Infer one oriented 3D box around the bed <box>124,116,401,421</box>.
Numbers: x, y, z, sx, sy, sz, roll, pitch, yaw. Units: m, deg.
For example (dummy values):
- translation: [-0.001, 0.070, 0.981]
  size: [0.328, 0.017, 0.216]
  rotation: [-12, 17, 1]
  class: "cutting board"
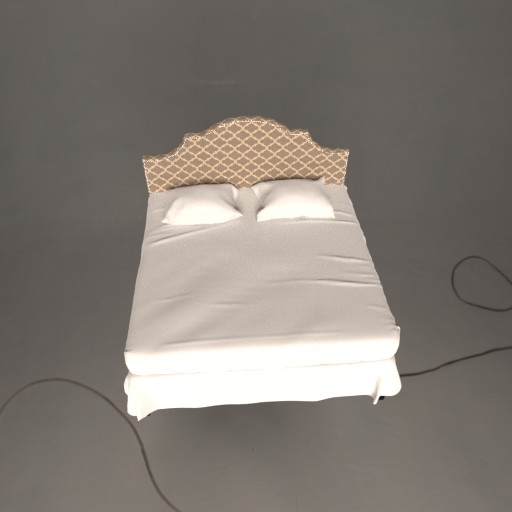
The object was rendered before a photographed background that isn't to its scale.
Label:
- translation: [0.000, 0.000, 3.831]
  size: [2.314, 1.601, 2.222]
  rotation: [-3, 45, -3]
  class: "bed"
